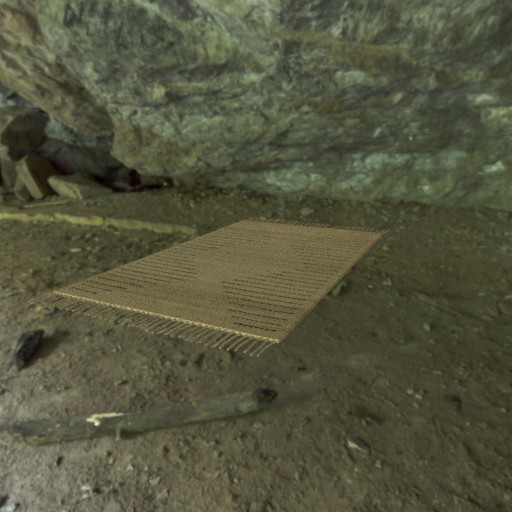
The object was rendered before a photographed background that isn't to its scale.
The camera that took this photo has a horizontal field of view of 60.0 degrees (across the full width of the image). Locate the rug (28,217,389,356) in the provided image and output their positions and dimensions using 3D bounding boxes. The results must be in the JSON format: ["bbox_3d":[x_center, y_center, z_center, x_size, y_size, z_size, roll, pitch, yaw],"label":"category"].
[{"bbox_3d":[0.000,0.000,2.053,0.905,0.017,1.718,8,17,25],"label":"rug"}]
